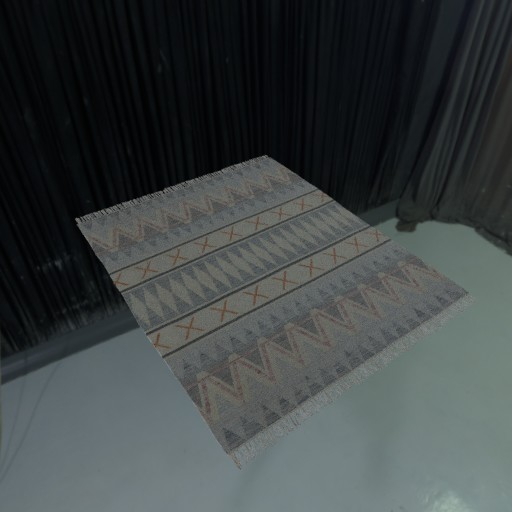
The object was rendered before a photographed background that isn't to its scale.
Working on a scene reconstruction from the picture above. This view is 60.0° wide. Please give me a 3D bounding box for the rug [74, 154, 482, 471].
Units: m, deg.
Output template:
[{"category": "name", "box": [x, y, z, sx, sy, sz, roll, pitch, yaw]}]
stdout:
[{"category": "rug", "box": [0.000, 0.000, 3.979, 2.371, 0.012, 3.000, -24, 47, -26]}]
